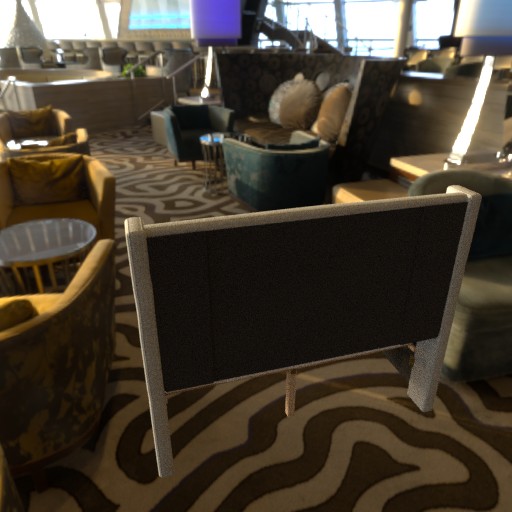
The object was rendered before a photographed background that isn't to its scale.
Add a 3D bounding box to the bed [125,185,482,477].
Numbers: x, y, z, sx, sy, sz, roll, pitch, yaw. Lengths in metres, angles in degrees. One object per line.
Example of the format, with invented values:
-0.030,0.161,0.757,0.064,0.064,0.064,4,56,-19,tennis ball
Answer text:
0.000,0.000,3.319,1.774,1.491,2.222,-7,27,-15,bed
